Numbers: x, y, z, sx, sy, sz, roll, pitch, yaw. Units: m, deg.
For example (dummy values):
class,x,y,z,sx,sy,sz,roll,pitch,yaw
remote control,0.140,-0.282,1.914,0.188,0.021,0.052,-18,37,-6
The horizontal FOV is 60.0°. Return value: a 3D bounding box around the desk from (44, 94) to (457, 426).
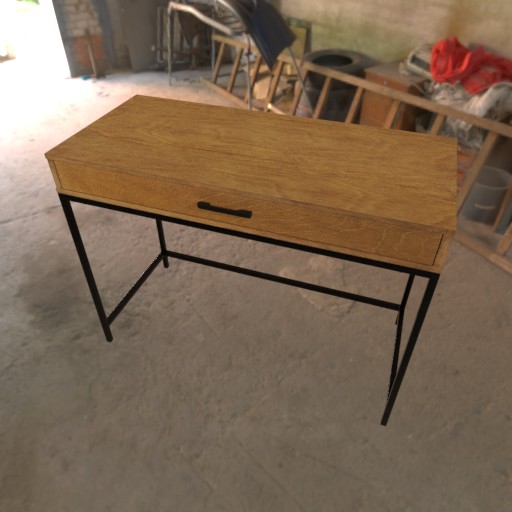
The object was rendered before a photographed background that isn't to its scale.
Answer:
class,x,y,z,sx,sy,sz,roll,pitch,yaw
desk,0.000,0.000,1.431,1.016,0.762,0.470,13,41,15
